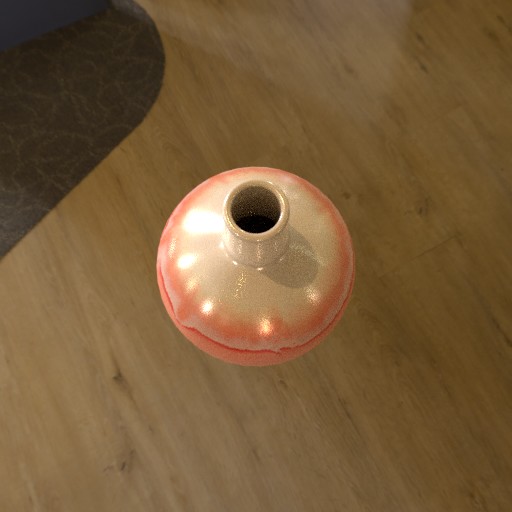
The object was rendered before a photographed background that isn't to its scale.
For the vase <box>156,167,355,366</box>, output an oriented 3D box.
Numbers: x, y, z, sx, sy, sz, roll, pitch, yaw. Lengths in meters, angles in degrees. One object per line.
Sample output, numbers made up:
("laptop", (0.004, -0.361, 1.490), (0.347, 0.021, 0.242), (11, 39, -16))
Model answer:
("vase", (0.000, 0.000, 0.282), (0.137, 0.176, 0.137), (0, 76, 0))
